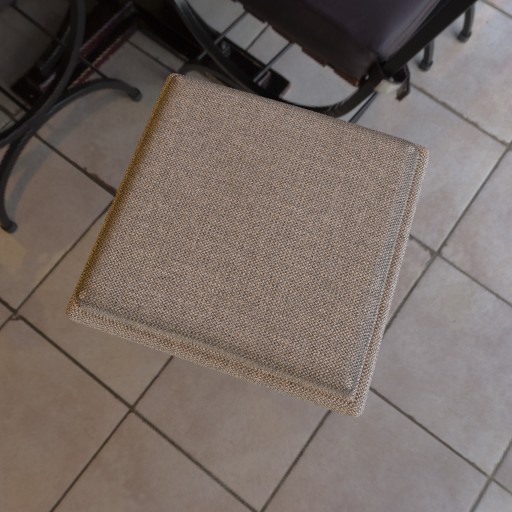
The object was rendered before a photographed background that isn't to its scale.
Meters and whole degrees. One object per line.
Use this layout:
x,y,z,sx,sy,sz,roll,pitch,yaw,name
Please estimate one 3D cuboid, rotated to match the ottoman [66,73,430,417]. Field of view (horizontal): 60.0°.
0.000,0.000,0.846,0.454,0.487,0.436,18,77,4,ottoman
